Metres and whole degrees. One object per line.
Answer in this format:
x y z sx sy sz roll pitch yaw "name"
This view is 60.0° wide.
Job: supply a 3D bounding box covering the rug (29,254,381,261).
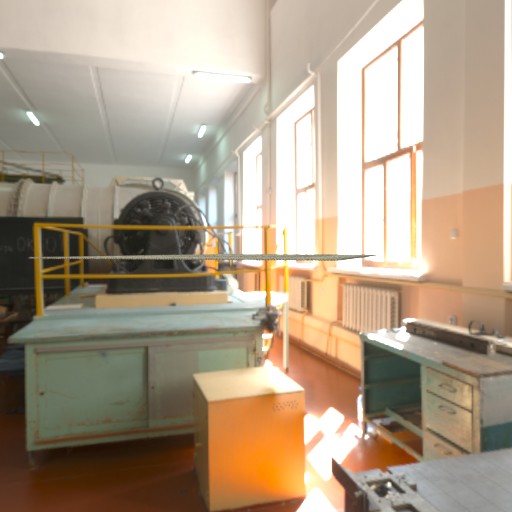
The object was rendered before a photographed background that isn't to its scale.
0.000 0.000 4.313 2.143 0.015 3.422 0 1 20 "rug"
